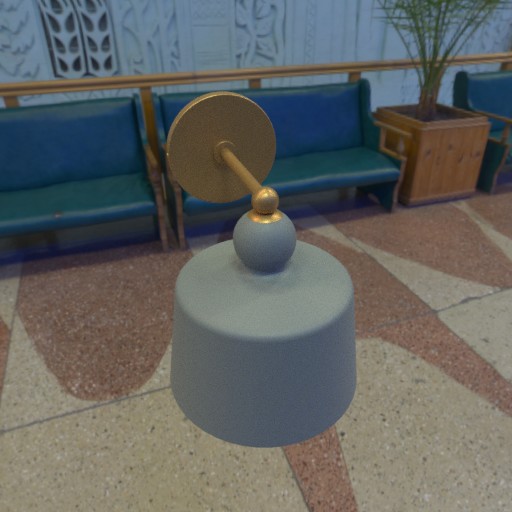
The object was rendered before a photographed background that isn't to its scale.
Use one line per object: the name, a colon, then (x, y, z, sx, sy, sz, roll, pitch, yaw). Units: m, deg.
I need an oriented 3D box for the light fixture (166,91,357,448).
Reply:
light fixture: (0.000, 0.000, 0.445, 0.204, 0.268, 0.254, -10, 33, -16)
